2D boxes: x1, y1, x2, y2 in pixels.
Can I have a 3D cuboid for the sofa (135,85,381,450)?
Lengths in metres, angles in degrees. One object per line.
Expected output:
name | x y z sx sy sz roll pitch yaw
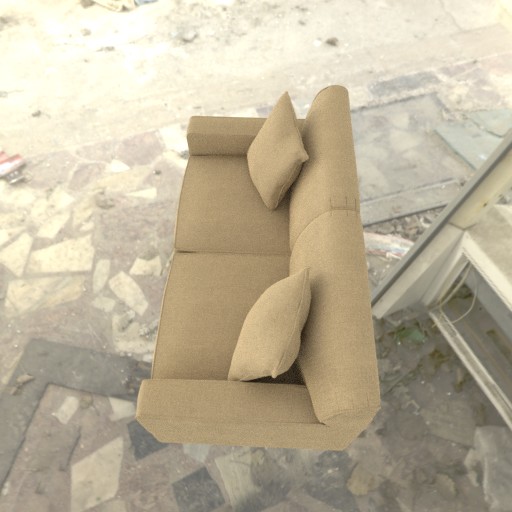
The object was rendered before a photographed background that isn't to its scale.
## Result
sofa | 0.000 0.000 2.427 0.998 0.958 1.846 2 58 1
